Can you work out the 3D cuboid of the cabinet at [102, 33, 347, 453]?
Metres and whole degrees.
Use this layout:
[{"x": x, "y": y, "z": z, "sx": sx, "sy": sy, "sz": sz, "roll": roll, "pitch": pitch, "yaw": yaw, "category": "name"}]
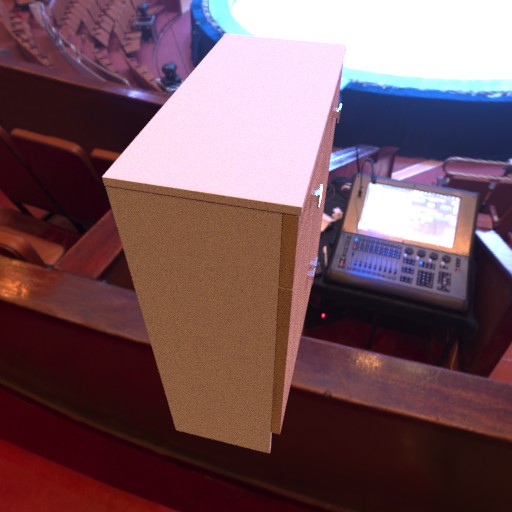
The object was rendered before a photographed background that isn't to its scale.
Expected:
[{"x": 0.000, "y": 0.000, "z": 1.088, "sx": 0.296, "sy": 0.815, "sz": 0.600, "roll": 10, "pitch": 45, "yaw": 10, "category": "cabinet"}]
